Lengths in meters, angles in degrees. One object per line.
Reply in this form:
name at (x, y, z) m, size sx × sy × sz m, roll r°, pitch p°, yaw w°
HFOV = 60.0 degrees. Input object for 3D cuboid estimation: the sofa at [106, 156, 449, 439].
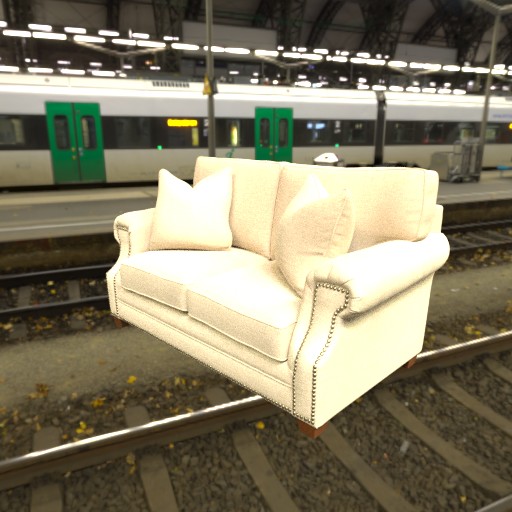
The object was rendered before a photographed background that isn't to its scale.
sofa at (0.000, 0.000, 2.334) m, size 1.701 × 0.966 × 0.966 m, roll 14°, pitch 21°, yaw 43°
